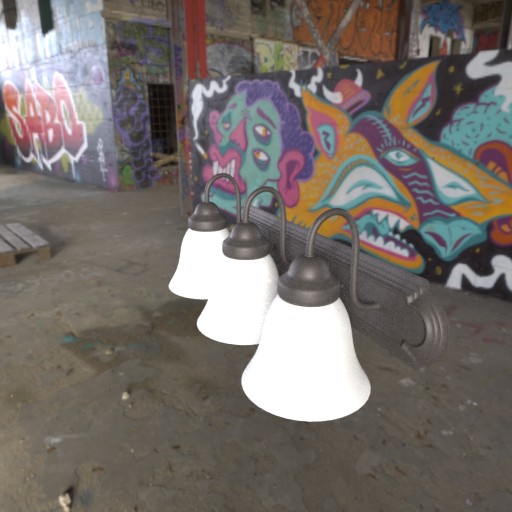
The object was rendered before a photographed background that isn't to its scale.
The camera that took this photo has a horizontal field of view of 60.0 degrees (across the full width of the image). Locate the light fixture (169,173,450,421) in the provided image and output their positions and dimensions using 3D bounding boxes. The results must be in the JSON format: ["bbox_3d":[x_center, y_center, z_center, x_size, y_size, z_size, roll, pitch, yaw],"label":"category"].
[{"bbox_3d":[0.000,0.000,0.714,0.199,0.222,0.610,-8,19,-23],"label":"light fixture"}]
